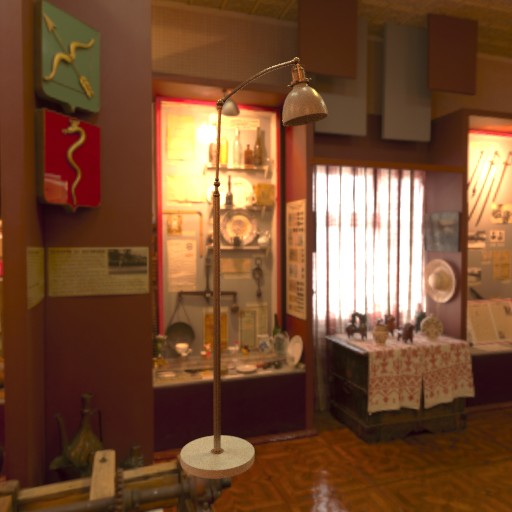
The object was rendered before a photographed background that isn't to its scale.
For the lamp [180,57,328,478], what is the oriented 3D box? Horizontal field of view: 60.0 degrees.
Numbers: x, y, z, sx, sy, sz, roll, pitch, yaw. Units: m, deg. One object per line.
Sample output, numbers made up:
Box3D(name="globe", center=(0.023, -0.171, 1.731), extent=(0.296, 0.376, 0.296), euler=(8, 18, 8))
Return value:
Box3D(name="lamp", center=(0.000, 0.000, 1.752), extent=(0.599, 1.586, 0.288), euler=(0, 2, -16))
